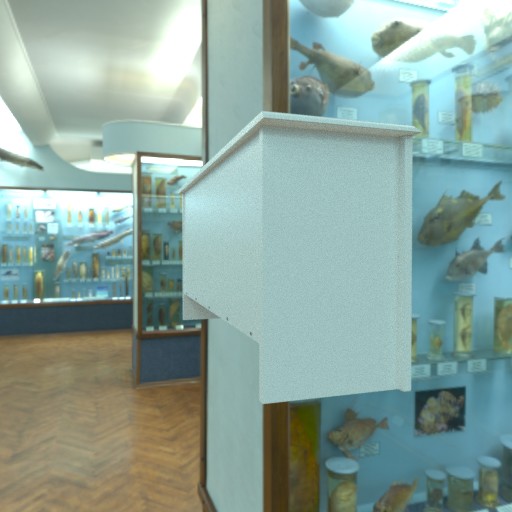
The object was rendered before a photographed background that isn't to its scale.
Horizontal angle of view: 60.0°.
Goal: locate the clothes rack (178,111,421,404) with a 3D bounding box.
[{"bbox_3d":[0.000,0.000,1.355,0.324,0.531,1.120,0,1,-17],"label":"clothes rack"}]
